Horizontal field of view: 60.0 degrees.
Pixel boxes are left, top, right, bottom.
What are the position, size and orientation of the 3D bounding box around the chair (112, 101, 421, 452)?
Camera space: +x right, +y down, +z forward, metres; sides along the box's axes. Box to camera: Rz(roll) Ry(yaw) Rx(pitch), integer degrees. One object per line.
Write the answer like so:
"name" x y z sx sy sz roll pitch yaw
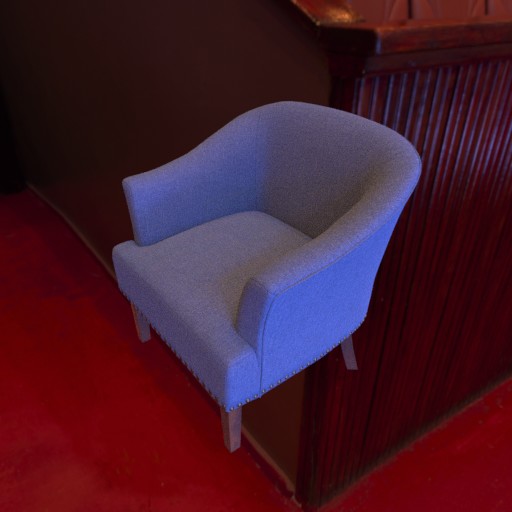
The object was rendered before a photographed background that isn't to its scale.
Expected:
"chair" 0.000 0.000 1.426 0.704 0.815 0.798 -22 38 -31
